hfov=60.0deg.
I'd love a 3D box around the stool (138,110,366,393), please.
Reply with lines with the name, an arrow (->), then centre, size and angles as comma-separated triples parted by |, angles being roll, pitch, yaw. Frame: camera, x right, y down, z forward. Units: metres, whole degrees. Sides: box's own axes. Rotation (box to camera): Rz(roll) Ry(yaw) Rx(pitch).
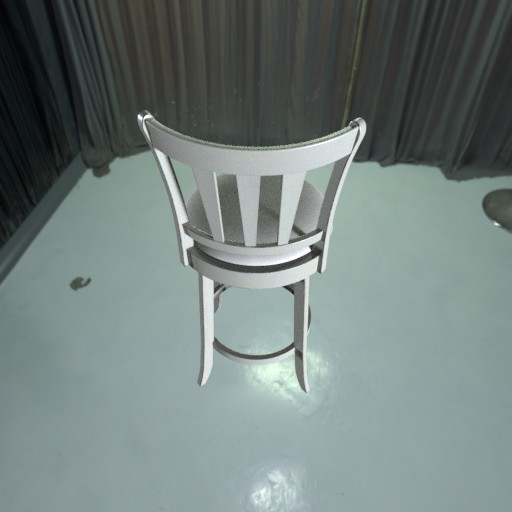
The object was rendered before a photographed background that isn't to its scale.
stool -> 0.000, 0.000, 1.306 | 0.436, 1.042, 0.475 | 3, 45, 3
